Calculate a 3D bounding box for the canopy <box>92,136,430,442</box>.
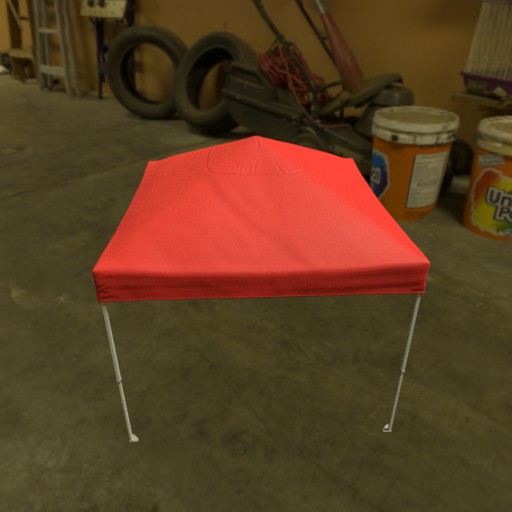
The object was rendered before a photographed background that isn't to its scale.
[{"bbox_3d":[0.000,0.000,5.532,2.996,2.997,2.998,-1,30,-2],"label":"canopy"}]
